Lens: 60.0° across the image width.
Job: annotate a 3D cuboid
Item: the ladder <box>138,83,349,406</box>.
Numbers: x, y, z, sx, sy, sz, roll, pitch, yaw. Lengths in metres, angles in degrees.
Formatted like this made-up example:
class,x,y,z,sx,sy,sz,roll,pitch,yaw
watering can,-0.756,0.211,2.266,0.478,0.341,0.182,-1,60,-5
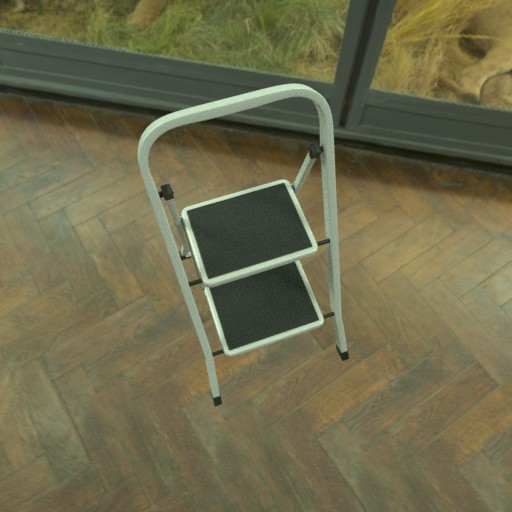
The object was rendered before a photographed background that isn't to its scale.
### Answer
class,x,y,z,sx,sy,sz,roll,pitch,yaw
ladder,0.000,0.000,1.165,0.460,0.810,0.544,-17,66,-8
